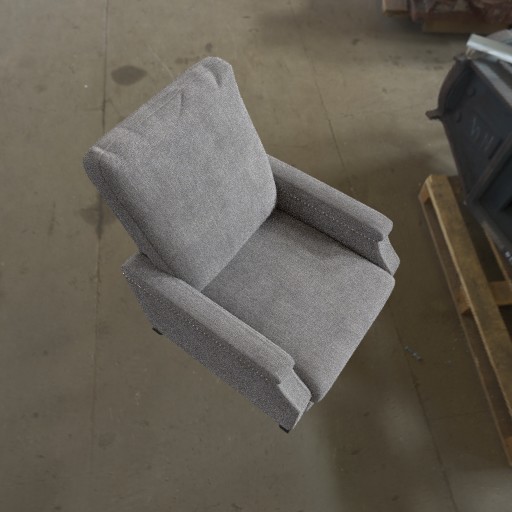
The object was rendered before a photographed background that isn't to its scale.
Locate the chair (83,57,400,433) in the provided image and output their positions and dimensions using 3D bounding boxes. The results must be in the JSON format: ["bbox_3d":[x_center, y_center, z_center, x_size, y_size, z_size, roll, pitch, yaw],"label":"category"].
[{"bbox_3d":[0.000,0.000,1.600,0.922,1.049,0.710,33,65,18],"label":"chair"}]
